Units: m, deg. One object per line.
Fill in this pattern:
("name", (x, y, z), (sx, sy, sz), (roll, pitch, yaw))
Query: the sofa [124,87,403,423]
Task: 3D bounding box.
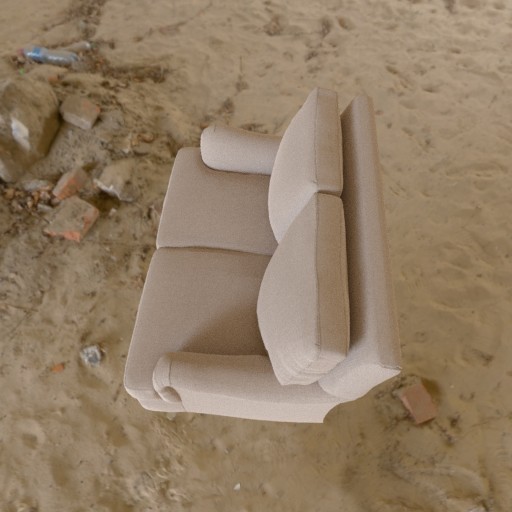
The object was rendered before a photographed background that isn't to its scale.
("sofa", (0.000, 0.000, 2.258), (1.087, 1.048, 1.508), (3, 57, 2))
